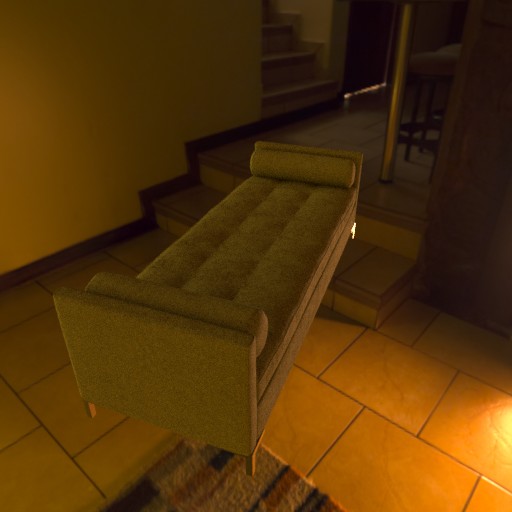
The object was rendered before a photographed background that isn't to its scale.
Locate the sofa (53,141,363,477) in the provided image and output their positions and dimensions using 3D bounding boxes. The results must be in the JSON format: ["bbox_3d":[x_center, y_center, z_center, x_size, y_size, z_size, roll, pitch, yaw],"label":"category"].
[{"bbox_3d":[0.000,0.000,2.462,0.797,0.657,2.102,11,32,18],"label":"sofa"}]
